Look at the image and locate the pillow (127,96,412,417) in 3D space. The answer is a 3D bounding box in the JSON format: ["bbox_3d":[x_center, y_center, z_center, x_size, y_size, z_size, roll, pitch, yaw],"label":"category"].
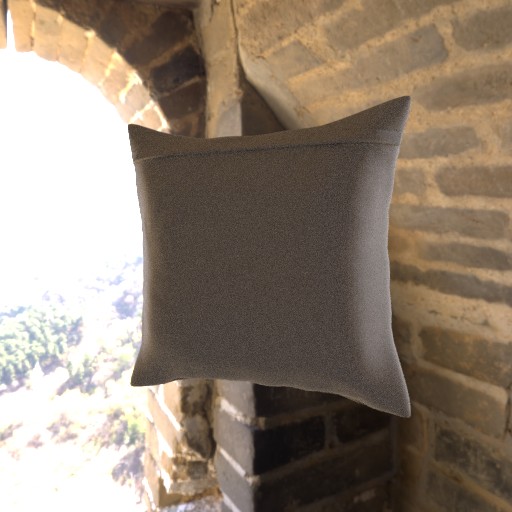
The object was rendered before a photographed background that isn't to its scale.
[{"bbox_3d":[0.000,0.000,0.702,0.463,0.454,0.160,0,0,18],"label":"pillow"}]
